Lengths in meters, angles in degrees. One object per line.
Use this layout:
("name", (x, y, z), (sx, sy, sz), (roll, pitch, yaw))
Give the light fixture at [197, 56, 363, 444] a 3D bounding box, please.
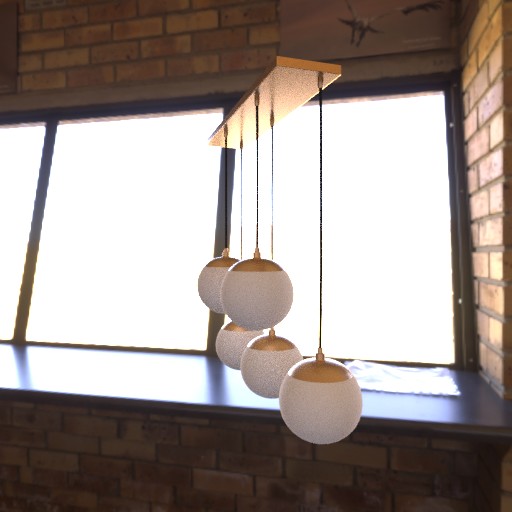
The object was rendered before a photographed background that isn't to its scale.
("light fixture", (0.000, 0.000, 1.349), (0.299, 0.869, 0.863), (0, 0, -18))
